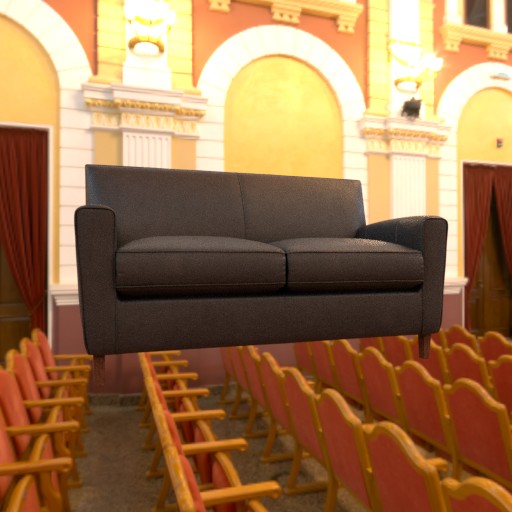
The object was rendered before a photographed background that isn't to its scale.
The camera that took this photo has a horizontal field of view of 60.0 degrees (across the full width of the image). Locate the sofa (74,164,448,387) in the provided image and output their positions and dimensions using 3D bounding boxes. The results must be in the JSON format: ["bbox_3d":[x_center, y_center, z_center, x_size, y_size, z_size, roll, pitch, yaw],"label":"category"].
[{"bbox_3d":[0.000,0.000,1.988,1.473,0.871,0.787,0,0,-18],"label":"sofa"}]
